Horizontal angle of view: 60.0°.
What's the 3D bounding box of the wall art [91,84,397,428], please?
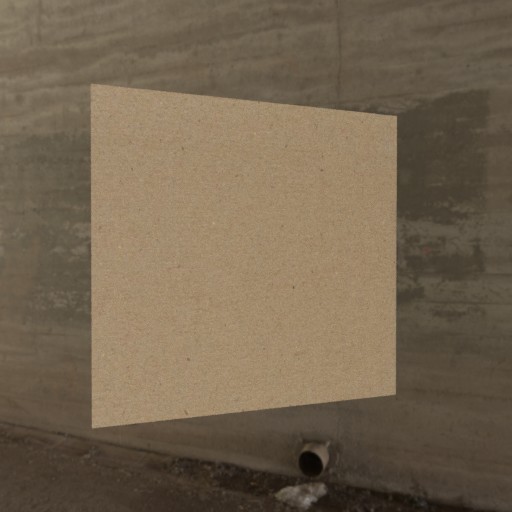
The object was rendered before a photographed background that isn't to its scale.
[{"bbox_3d":[0.000,0.000,0.471,0.327,0.318,0.029,0,1,-17],"label":"wall art"}]
